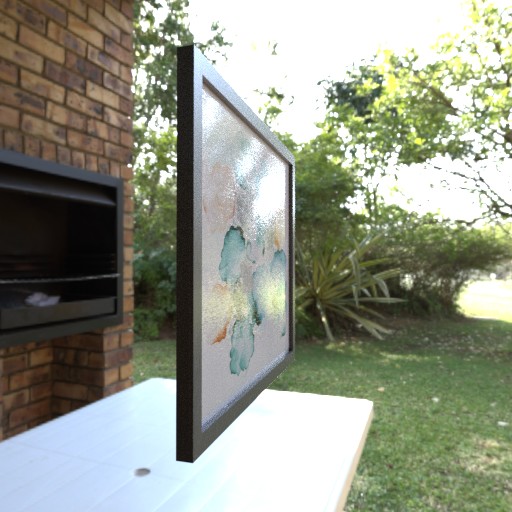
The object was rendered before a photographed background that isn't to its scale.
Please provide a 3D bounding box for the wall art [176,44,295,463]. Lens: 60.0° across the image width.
[{"bbox_3d":[0.000,0.000,0.909,0.026,0.558,0.660,0,-1,17],"label":"wall art"}]
